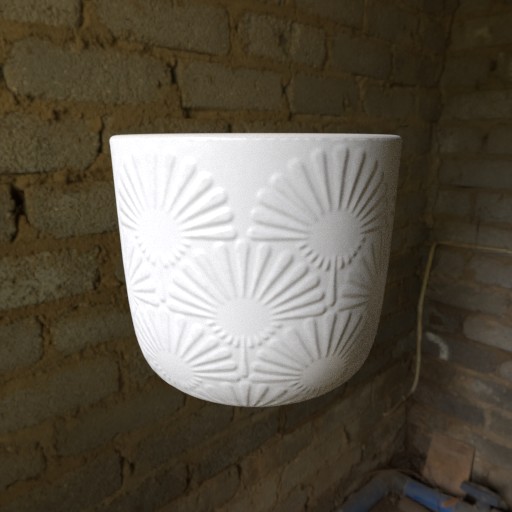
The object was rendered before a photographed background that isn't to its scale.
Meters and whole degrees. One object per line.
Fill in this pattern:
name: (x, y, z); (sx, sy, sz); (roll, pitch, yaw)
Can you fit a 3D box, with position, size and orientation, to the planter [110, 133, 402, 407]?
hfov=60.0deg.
planter: (0.000, 0.000, 0.210); (0.124, 0.109, 0.124); (0, 14, 0)
